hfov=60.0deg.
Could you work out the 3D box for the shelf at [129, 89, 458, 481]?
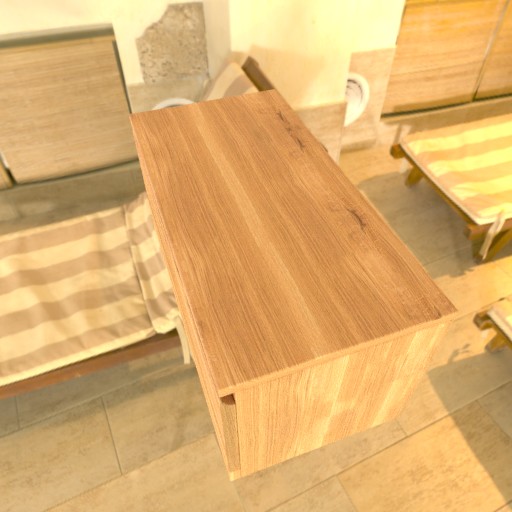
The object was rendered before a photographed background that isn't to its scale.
[{"bbox_3d":[0.000,0.000,1.062,0.400,0.400,0.800,-15,49,-13],"label":"shelf"}]
